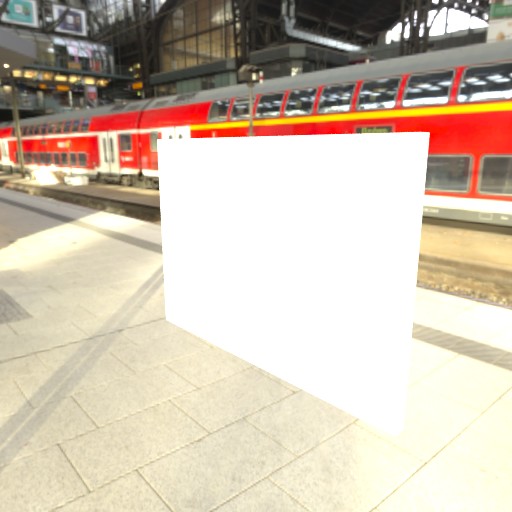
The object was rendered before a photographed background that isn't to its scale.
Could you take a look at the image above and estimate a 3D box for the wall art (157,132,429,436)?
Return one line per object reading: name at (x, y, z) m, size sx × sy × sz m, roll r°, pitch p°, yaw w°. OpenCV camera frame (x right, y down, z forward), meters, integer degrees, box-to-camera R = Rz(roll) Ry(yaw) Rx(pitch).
wall art at (0.000, 0.000, 1.740) m, size 0.051 × 0.902 × 1.308 m, roll -12°, pitch 18°, yaw -41°
